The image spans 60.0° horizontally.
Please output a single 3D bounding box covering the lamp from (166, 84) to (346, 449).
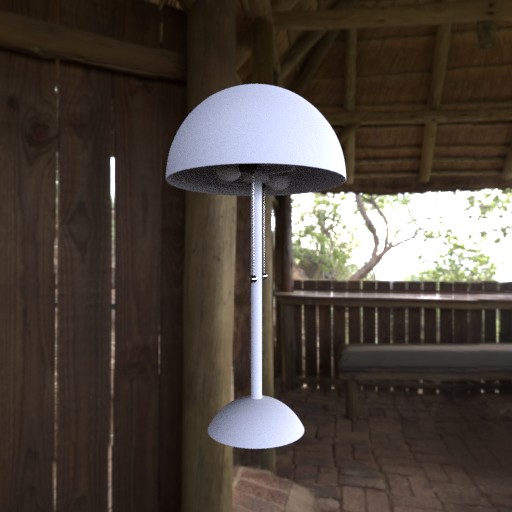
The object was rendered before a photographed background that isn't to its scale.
[{"bbox_3d":[0.000,0.000,0.427,0.171,0.330,0.171,0,-1,0],"label":"lamp"}]
